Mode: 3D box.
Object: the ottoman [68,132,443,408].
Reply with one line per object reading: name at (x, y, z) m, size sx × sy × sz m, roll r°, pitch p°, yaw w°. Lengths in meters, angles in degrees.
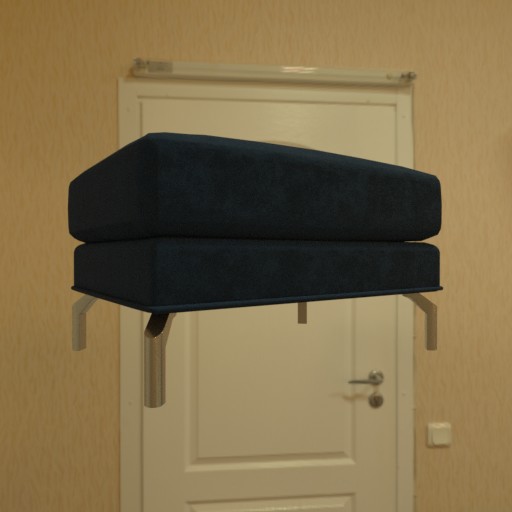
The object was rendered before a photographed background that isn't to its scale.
ottoman at (0.000, 0.000, 1.183) m, size 0.835 × 0.498 × 0.587 m, roll 0°, pitch 0°, yaw -34°
